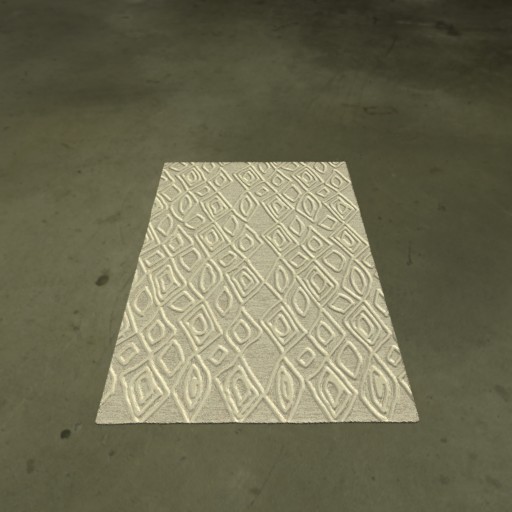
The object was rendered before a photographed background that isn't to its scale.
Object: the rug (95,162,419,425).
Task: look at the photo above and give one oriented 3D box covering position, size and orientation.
[{"bbox_3d":[0.000,0.000,2.323,1.224,0.016,1.832,0,43,0],"label":"rug"}]
